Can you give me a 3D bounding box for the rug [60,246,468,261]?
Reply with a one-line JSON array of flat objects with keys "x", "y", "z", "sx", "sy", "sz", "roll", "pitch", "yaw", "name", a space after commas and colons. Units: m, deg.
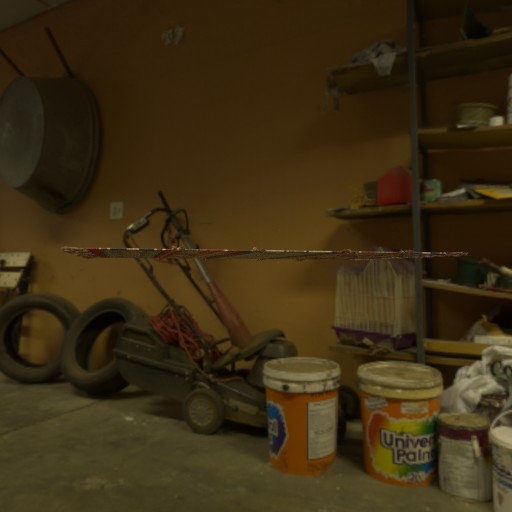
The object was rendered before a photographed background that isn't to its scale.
[{"x": 0.000, "y": 0.000, "z": 3.213, "sx": 2.450, "sy": 0.048, "sz": 1.778, "roll": 1, "pitch": -2, "yaw": -16, "name": "rug"}]
